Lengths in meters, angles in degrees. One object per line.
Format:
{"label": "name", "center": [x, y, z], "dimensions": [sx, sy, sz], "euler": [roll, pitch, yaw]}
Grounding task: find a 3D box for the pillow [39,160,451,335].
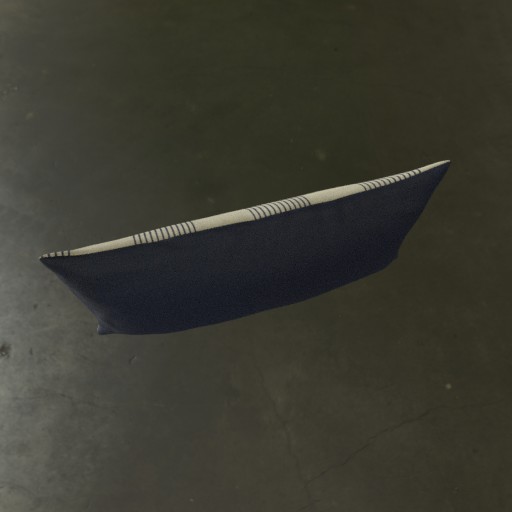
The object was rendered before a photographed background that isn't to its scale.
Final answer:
{"label": "pillow", "center": [0.000, 0.000, 0.748], "dimensions": [0.610, 0.287, 0.151], "euler": [-14, 60, -8]}
